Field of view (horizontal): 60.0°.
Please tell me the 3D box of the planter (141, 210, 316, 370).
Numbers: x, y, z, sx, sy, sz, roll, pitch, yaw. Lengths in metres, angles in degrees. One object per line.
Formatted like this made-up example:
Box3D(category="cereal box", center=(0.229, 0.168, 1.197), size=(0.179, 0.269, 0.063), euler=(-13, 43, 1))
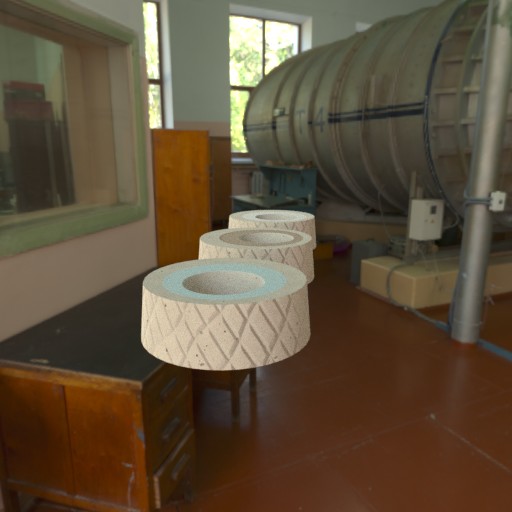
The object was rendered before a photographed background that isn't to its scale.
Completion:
Box3D(category="planter", center=(0.000, 0.000, 0.431), size=(0.114, 0.038, 0.390), euler=(2, 14, 8))
